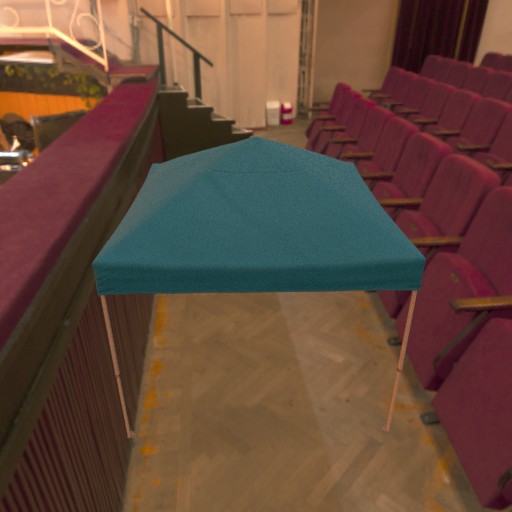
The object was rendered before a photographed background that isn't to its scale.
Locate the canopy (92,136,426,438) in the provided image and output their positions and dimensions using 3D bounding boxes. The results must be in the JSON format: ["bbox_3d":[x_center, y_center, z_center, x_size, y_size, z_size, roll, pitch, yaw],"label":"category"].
[{"bbox_3d":[0.000,0.000,5.591,2.996,2.997,2.998,-1,28,-1],"label":"canopy"}]
